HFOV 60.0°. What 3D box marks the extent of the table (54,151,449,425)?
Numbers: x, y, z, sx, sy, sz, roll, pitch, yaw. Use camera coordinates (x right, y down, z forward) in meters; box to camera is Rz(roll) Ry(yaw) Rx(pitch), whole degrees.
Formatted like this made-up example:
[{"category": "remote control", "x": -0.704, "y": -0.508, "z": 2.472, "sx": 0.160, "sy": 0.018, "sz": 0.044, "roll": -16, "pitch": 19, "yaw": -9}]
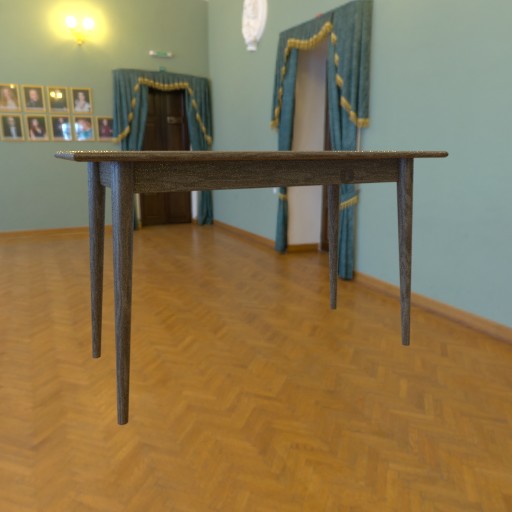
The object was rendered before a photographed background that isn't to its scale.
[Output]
[{"category": "table", "x": 0.000, "y": 0.000, "z": 1.693, "sx": 1.300, "sy": 0.780, "sz": 0.599, "roll": -7, "pitch": 15, "yaw": -27}]
